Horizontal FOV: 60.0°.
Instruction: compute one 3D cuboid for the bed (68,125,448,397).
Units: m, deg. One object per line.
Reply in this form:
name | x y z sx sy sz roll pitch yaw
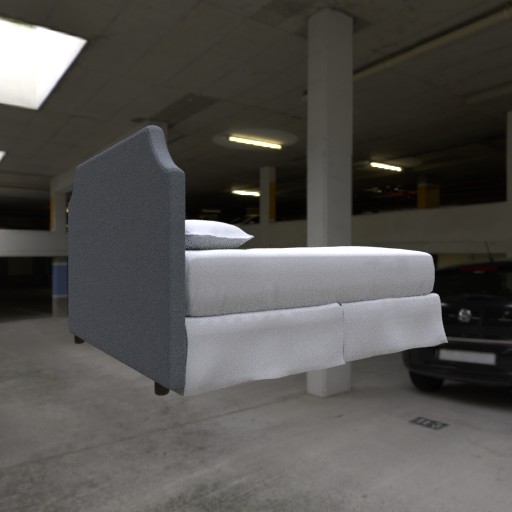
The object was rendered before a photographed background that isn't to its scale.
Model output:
bed | 0.000 0.000 3.335 2.259 1.296 1.811 0 1 -36
